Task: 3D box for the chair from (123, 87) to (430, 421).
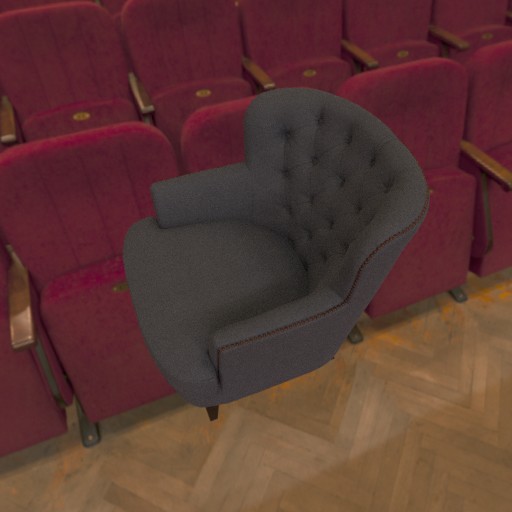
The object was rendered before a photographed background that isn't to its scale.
[{"bbox_3d":[0.000,0.000,1.585,0.906,0.868,0.848,-17,48,-15],"label":"chair"}]
